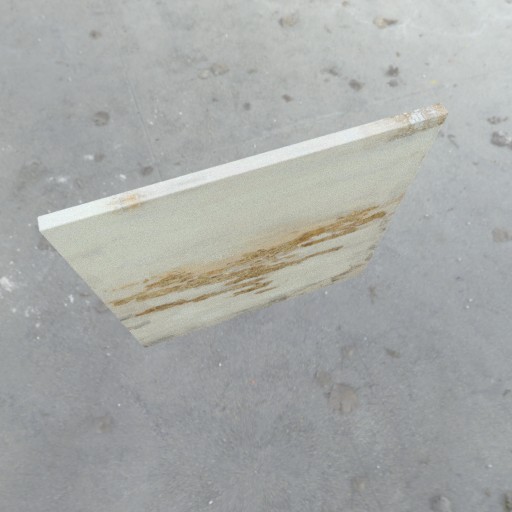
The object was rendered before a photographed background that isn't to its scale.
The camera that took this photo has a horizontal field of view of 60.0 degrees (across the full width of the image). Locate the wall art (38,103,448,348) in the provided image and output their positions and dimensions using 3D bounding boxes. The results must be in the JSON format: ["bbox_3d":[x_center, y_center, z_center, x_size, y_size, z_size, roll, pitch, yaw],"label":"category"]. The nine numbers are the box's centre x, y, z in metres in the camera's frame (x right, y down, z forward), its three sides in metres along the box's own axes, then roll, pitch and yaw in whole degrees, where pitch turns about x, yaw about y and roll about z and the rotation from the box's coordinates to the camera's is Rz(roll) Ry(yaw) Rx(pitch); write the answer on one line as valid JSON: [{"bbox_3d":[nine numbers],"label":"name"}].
[{"bbox_3d":[0.000,0.000,1.505,1.015,1.018,0.040,-18,65,-8],"label":"wall art"}]
